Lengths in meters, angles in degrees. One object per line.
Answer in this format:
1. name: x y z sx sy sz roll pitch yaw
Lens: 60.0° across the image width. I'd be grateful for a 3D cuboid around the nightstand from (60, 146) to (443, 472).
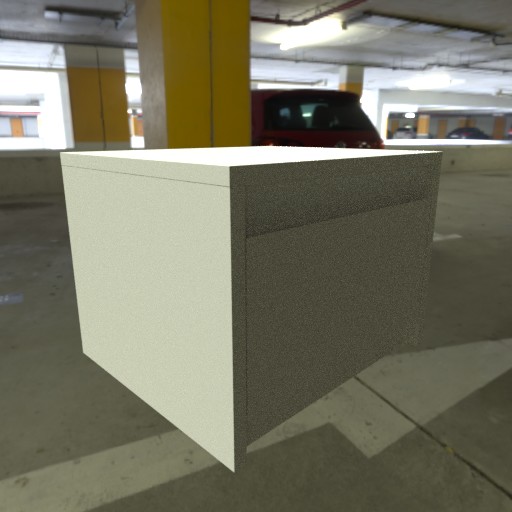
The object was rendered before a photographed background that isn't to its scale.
1. nightstand: 0.000 0.000 0.767 0.470 0.351 0.408 -15 21 -42
